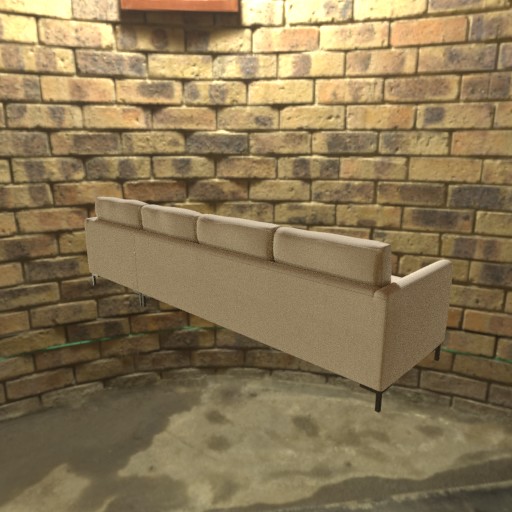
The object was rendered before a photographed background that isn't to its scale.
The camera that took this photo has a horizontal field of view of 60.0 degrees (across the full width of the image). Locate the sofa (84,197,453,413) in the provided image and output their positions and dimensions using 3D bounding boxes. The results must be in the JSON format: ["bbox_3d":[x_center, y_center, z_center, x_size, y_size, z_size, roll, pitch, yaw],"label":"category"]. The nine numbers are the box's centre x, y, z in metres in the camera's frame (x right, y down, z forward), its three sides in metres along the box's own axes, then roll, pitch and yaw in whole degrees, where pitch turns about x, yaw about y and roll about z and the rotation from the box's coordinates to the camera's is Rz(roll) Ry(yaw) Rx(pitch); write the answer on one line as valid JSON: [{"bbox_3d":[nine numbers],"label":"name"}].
[{"bbox_3d":[0.000,0.000,2.867,2.445,0.677,1.126,13,20,42],"label":"sofa"}]
